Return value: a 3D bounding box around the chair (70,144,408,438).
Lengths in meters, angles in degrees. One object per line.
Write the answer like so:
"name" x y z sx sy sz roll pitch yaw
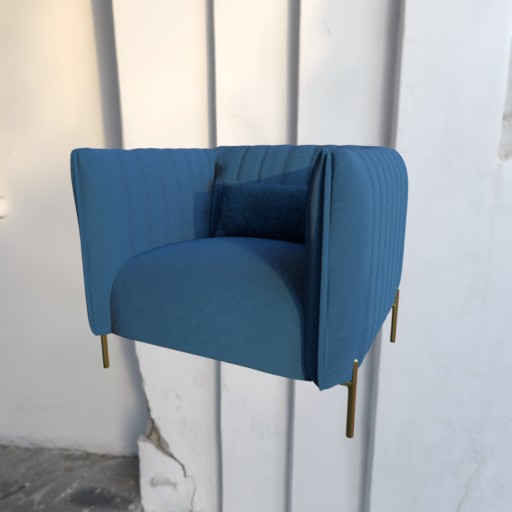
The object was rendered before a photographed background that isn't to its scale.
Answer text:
"chair" 0.000 0.000 1.617 0.947 0.793 0.877 7 15 25
